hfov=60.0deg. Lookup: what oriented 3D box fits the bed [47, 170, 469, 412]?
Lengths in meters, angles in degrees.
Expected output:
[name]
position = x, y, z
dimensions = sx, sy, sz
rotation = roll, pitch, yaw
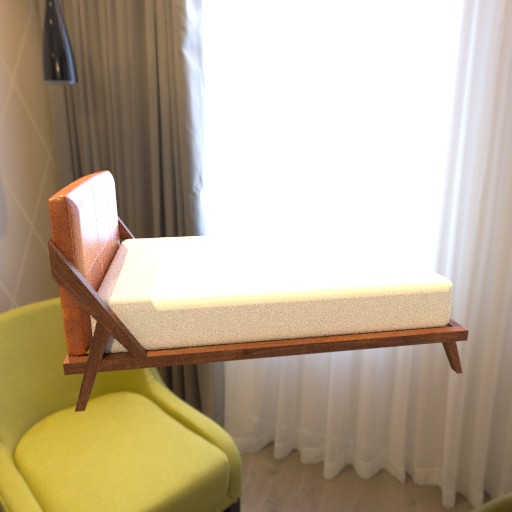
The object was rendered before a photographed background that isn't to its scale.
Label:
[bed]
position = 0.000, 0.000, 3.181
dimensions = 2.311, 1.168, 1.651
rotation = -3, 16, -10
